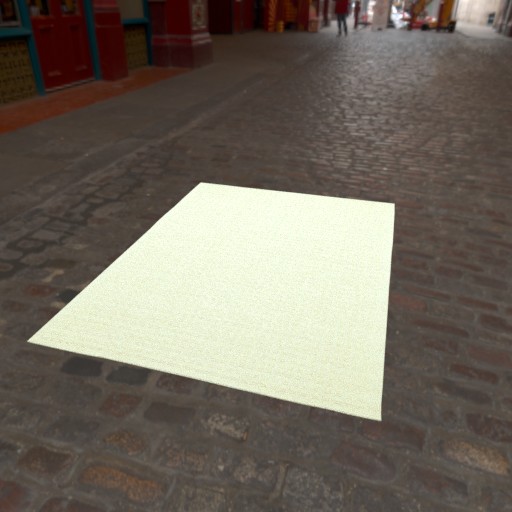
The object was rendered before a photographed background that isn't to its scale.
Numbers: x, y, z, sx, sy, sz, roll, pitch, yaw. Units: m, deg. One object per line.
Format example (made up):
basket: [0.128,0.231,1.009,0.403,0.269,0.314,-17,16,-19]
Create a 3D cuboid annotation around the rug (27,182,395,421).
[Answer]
rug: [0.000,0.000,4.166,2.452,0.016,3.204,9,32,14]
